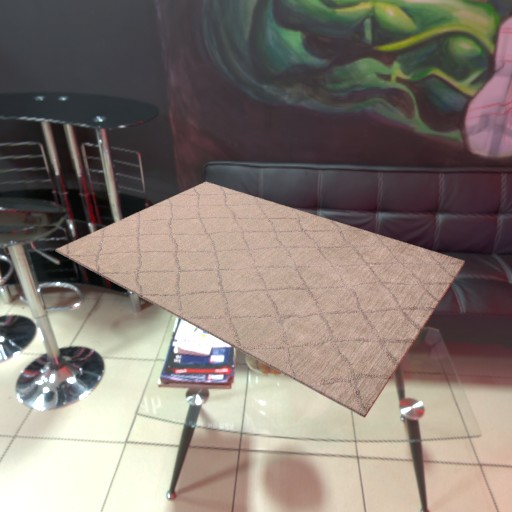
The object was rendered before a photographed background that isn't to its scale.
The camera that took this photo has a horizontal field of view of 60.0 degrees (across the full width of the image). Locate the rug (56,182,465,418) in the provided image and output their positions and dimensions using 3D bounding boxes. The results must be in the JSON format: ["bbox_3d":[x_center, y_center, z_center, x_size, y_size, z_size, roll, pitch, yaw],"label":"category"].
[{"bbox_3d":[0.000,0.000,2.960,2.280,0.015,1.521,21,37,31],"label":"rug"}]
